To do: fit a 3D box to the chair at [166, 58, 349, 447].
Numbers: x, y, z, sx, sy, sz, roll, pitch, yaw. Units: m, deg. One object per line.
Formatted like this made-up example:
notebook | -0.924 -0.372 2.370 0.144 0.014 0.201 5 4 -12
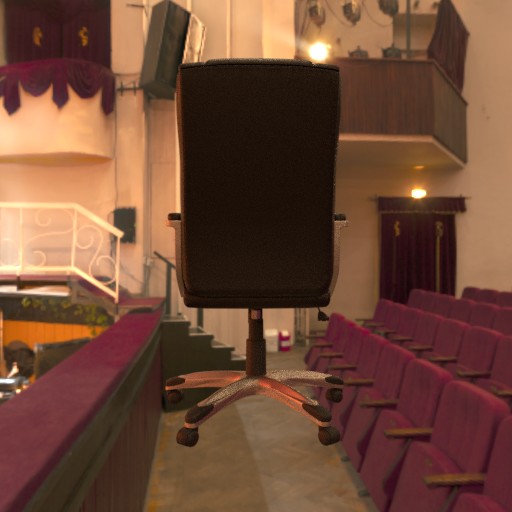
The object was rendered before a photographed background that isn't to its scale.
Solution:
chair | 0.000 0.000 1.640 0.700 1.145 0.780 0 0 -2
